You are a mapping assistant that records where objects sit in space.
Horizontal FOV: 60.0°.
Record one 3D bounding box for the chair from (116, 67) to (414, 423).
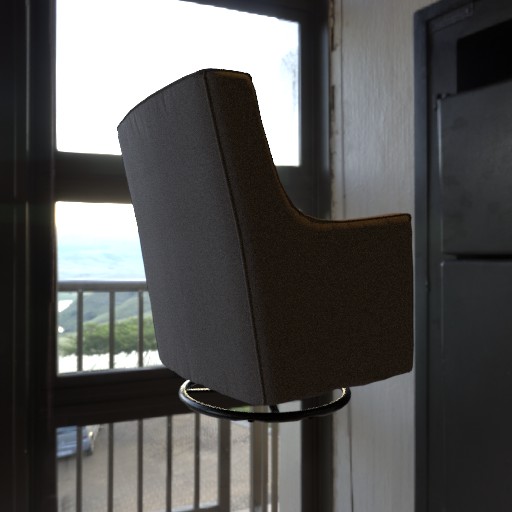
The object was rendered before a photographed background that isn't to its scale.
[{"bbox_3d":[0.000,0.000,1.586,0.879,0.993,0.732,0,-1,-36],"label":"chair"}]
